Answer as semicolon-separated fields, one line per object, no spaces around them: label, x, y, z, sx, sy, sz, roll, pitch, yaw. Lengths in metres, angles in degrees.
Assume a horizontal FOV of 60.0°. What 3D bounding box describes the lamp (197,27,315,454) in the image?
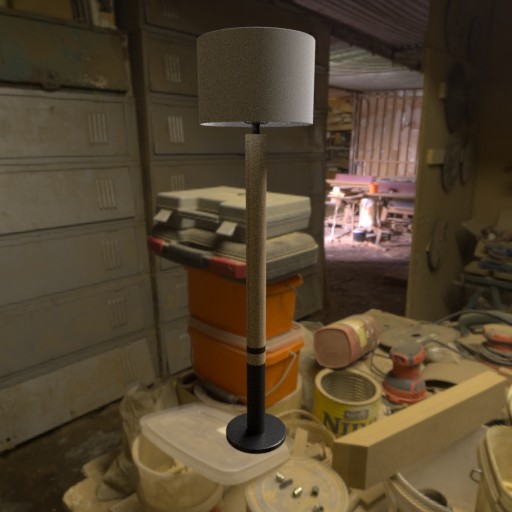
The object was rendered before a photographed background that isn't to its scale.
lamp;0.000;0.000;1.611;0.381;1.478;0.381;13;19;43
